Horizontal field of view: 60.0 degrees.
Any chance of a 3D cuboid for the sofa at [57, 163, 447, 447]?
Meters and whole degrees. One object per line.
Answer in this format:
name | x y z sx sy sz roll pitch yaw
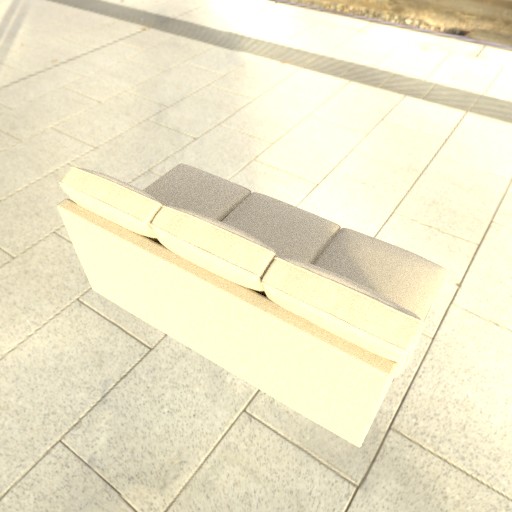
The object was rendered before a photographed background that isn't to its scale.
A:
sofa | 0.000 0.000 2.555 1.962 0.973 1.027 25 51 22
